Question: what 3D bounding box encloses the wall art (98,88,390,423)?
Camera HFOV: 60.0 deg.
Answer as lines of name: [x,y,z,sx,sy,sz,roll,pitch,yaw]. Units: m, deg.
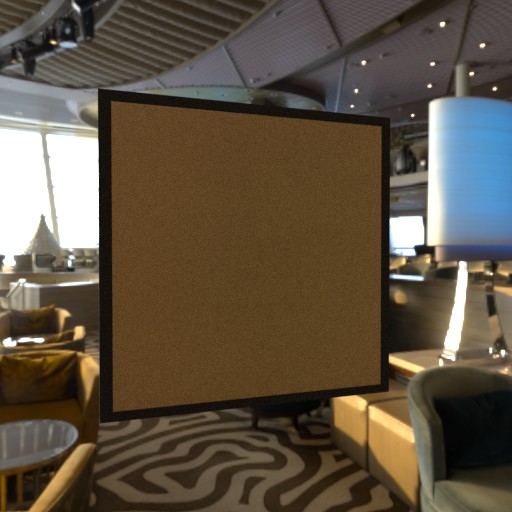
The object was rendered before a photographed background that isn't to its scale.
wall art: [0.000,0.000,0.761,0.508,0.507,0.033,0,1,-17]
